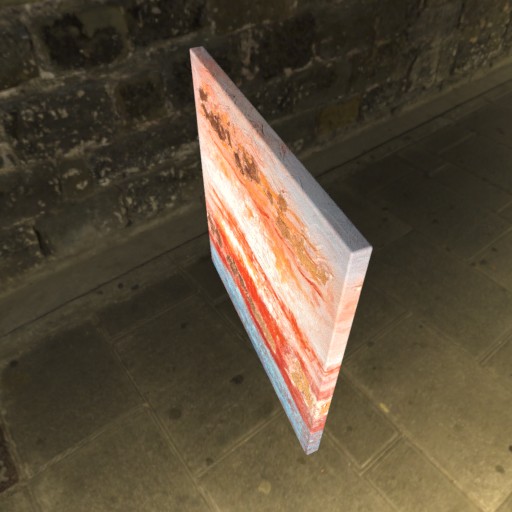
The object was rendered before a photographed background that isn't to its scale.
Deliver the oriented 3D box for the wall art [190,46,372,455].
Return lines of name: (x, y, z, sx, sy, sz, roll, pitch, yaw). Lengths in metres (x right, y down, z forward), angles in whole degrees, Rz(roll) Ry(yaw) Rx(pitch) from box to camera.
wall art: (0.000, 0.000, 1.107, 0.035, 0.747, 0.747, -17, 49, -15)
